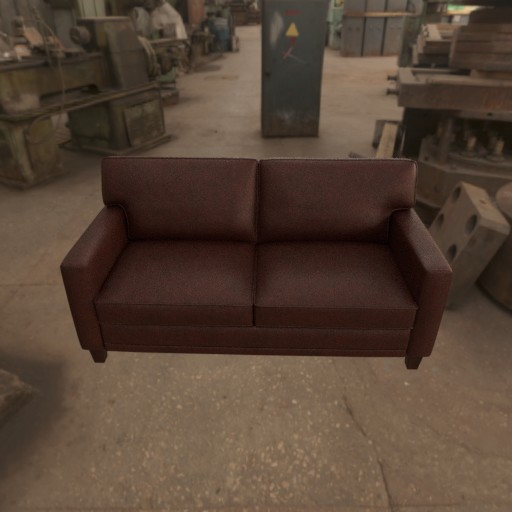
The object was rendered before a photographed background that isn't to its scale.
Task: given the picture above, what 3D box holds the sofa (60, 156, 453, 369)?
[{"bbox_3d":[0.000,0.000,2.471,1.876,0.928,0.912,1,31,1],"label":"sofa"}]
